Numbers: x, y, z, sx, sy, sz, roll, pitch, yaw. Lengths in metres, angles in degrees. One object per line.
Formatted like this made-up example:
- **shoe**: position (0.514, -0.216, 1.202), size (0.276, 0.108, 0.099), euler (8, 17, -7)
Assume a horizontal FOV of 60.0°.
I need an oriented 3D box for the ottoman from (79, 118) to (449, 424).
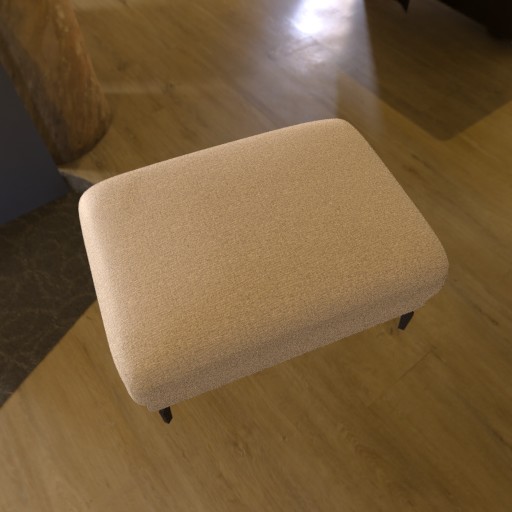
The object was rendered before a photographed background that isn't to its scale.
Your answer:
- **ottoman**: position (0.000, 0.000, 1.145), size (0.772, 0.420, 0.568), euler (-19, 60, -11)
